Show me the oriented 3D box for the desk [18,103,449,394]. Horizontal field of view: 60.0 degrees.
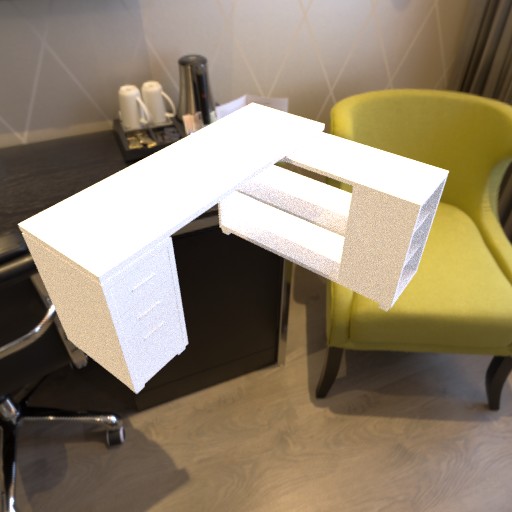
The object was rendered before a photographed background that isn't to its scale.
[{"bbox_3d":[0.000,0.000,2.180,1.199,0.759,1.524,26,47,27],"label":"desk"}]
